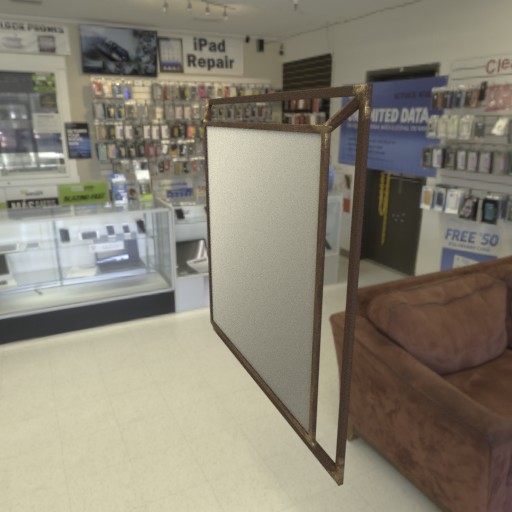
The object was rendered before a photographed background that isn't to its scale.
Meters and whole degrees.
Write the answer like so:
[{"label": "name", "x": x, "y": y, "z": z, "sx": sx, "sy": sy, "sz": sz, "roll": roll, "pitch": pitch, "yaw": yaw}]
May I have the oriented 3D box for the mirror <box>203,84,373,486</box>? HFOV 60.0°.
[{"label": "mirror", "x": 0.000, "y": 0.000, "z": 0.888, "sx": 0.032, "sy": 0.610, "sz": 0.610, "roll": -8, "pitch": 19, "yaw": -24}]
